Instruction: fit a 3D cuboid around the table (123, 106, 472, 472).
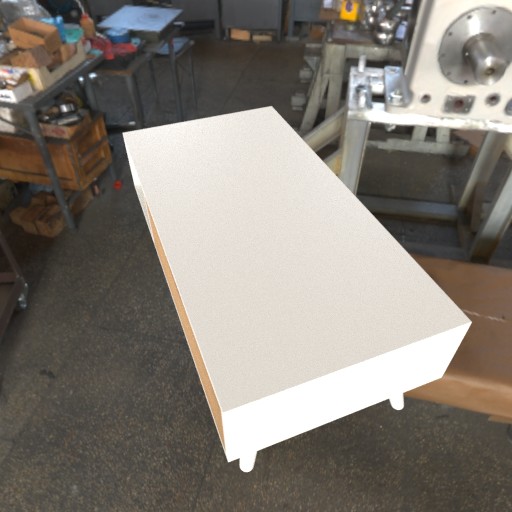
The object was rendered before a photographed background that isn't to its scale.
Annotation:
[{"bbox_3d":[0.000,0.000,1.498,0.609,0.432,1.194,-15,46,-15],"label":"table"}]
